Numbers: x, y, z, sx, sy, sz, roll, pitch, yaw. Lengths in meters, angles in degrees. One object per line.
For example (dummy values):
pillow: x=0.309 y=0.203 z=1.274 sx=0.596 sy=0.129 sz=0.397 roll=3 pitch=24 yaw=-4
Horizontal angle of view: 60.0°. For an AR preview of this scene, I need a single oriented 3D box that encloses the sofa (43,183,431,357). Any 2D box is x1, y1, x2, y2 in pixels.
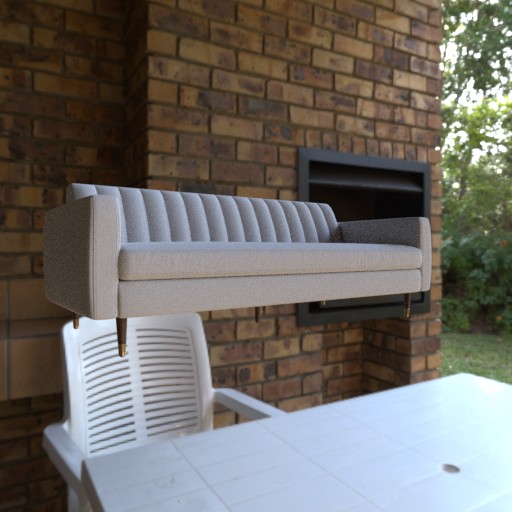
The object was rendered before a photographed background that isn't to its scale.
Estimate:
sofa: x=0.000 y=0.000 z=2.723 sx=2.291 sy=0.821 sz=0.990 roll=-1 pitch=1 yaw=-35
